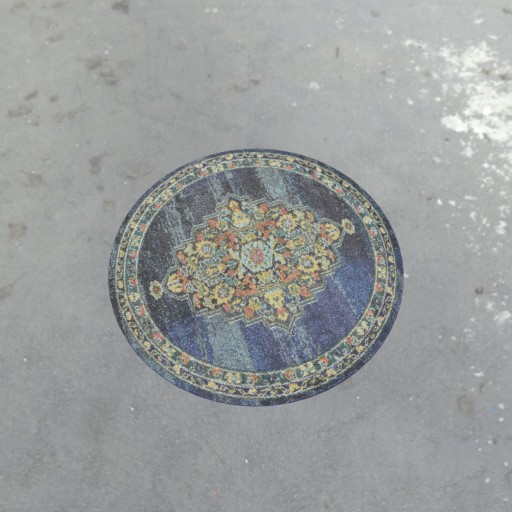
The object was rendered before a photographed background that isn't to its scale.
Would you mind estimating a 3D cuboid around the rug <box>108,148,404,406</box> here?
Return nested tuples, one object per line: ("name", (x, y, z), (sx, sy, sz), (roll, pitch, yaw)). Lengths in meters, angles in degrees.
("rug", (0.000, 0.000, 3.628), (2.386, 0.014, 2.386), (0, 59, 0))
